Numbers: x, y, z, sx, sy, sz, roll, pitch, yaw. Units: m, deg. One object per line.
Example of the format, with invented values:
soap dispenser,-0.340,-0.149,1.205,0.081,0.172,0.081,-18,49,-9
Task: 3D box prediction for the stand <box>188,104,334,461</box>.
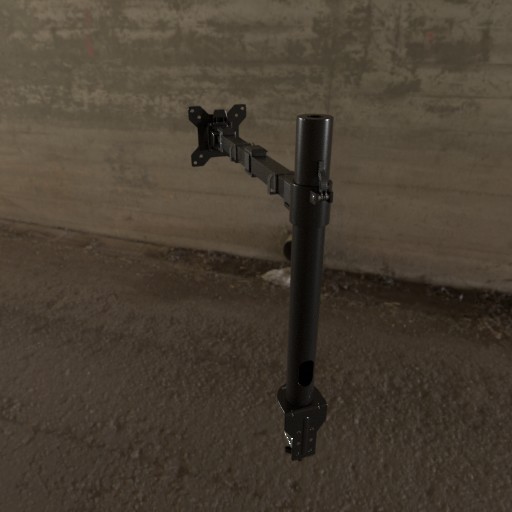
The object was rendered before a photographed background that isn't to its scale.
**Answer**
stand,0.000,0.000,0.746,0.115,0.510,0.456,-9,27,-17
